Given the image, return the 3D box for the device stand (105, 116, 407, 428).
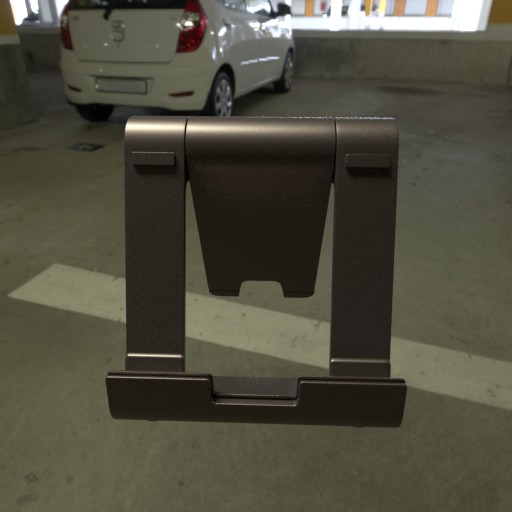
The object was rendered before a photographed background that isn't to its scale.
[{"bbox_3d":[0.000,0.000,0.149,0.088,0.084,0.079,1,29,2],"label":"device stand"}]
